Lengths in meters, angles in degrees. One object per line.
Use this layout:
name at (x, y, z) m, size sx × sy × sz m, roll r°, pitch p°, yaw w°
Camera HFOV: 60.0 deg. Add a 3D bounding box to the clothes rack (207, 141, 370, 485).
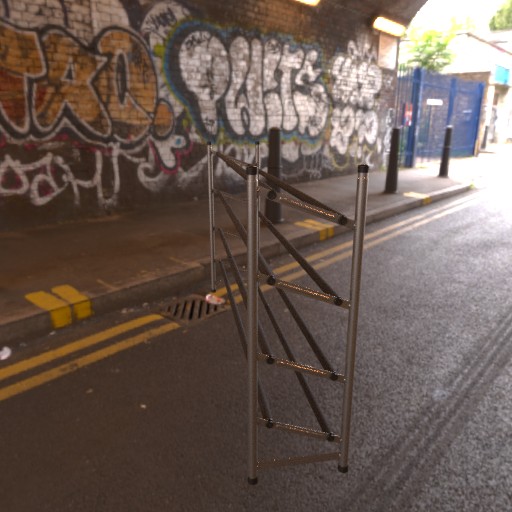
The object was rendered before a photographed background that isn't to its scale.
clothes rack at (0.000, 0.000, 1.423) m, size 0.229 × 0.672 × 1.168 m, roll -3°, pitch 17°, yaw -9°
